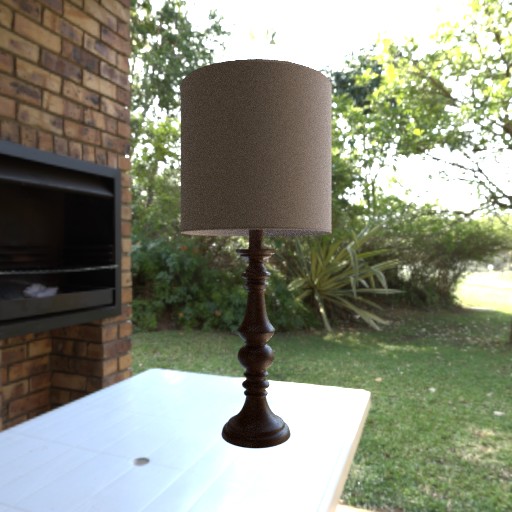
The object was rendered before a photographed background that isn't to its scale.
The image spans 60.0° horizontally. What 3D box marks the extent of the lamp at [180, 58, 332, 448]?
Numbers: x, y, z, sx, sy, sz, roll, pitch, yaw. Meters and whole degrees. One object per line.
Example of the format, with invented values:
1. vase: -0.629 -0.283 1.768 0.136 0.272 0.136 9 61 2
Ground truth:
1. lamp: 0.000 0.000 0.744 0.250 0.597 0.250 0 0 17
